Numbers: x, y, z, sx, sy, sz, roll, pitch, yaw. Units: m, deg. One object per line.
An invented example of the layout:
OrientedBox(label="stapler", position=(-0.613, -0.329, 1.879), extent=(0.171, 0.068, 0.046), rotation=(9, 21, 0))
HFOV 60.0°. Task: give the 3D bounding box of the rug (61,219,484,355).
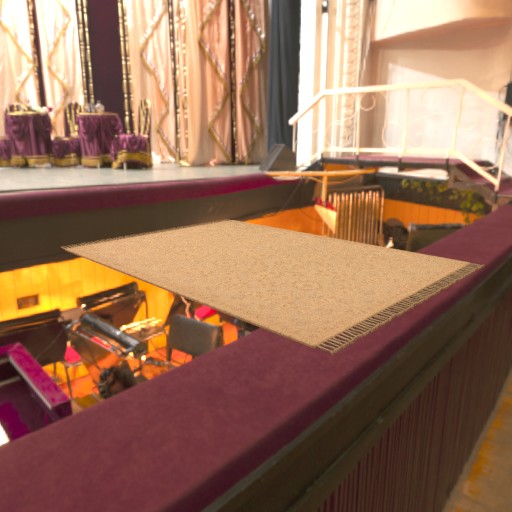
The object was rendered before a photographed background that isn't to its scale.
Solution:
OrientedBox(label="rug", position=(0.000, 0.000, 2.230), extent=(1.771, 0.015, 1.223), rotation=(14, 20, 42))
